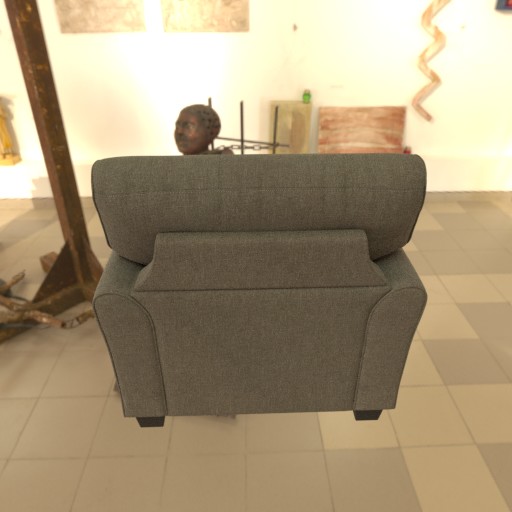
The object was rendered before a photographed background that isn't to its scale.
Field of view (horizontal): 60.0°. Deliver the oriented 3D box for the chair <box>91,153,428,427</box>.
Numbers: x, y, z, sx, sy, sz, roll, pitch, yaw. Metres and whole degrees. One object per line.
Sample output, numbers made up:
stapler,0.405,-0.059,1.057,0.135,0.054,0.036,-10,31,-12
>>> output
chair,0.000,0.000,1.581,0.941,0.890,0.816,-1,31,-2
